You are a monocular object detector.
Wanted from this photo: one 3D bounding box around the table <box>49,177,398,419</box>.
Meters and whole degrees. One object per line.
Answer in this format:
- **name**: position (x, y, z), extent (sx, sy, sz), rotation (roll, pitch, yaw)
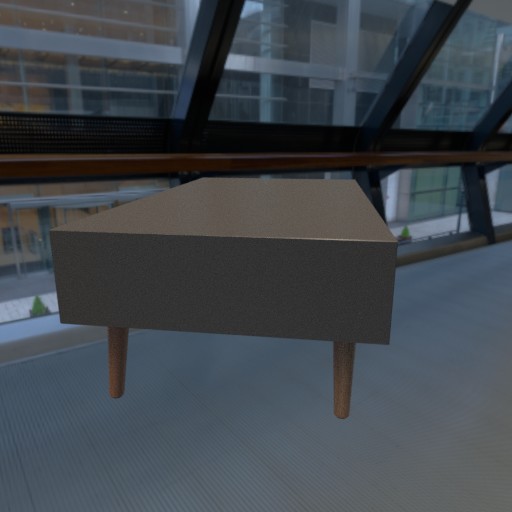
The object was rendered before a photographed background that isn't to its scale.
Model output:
- **table**: position (0.000, 0.000, 1.481), extent (0.703, 0.404, 1.201), rotation (2, 15, 8)
